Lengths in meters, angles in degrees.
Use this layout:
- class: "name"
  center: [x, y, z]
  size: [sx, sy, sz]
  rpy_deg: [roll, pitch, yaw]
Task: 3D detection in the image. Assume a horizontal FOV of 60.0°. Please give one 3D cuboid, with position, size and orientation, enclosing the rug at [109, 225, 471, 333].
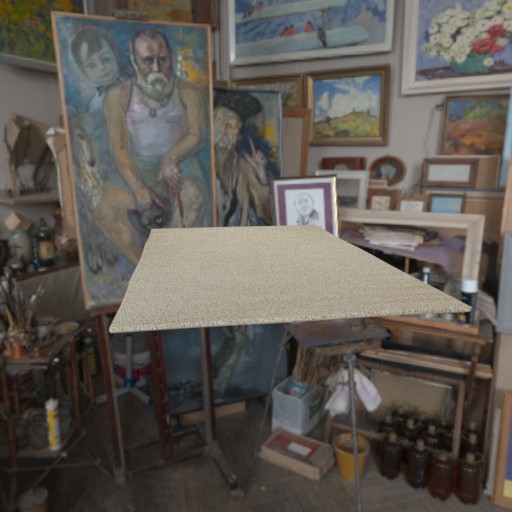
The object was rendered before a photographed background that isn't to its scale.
- class: "rug"
  center: [0.000, 0.000, 2.920]
  size: [1.500, 0.025, 2.346]
  rpy_deg: [-2, 13, -9]
